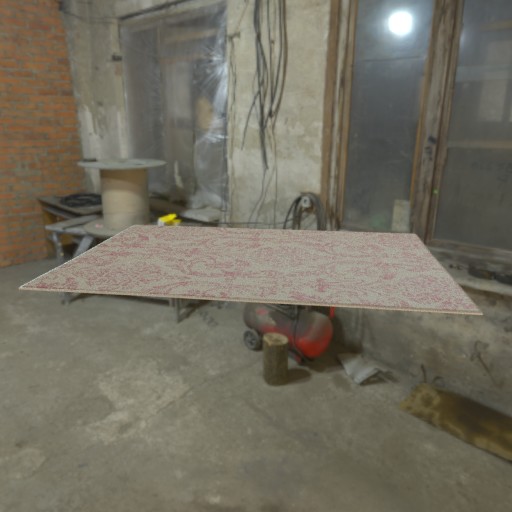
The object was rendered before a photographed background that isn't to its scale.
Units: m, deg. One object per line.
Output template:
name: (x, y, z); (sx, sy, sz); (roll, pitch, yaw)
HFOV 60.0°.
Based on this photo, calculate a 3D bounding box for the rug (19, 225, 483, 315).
rug: (0.000, 0.000, 2.310); (1.839, 0.012, 1.219); (2, 17, 8)
